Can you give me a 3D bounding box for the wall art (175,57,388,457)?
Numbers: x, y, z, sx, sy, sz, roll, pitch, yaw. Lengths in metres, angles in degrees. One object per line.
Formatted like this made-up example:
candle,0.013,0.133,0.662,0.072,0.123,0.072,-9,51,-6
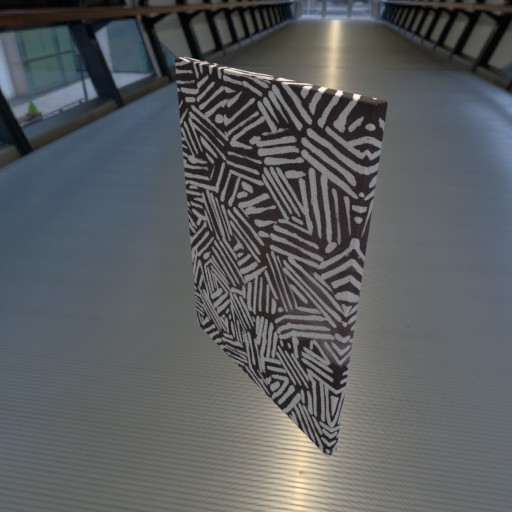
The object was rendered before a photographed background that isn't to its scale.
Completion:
wall art,0.000,0.000,1.325,0.038,1.017,0.765,-21,37,-31
